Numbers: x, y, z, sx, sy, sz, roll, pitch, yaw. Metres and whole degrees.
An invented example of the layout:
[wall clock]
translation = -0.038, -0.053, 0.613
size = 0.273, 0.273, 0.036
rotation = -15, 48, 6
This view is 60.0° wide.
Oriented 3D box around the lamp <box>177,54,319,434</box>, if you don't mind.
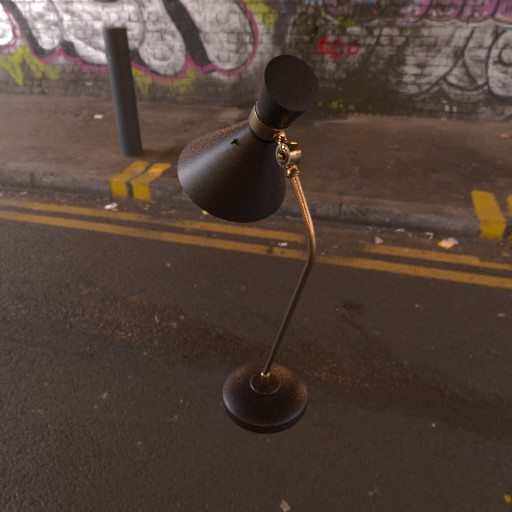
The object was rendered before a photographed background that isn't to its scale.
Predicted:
[lamp]
translation = 0.000, 0.000, 0.767
size = 0.189, 0.647, 0.292
rotation = -19, 36, -29
